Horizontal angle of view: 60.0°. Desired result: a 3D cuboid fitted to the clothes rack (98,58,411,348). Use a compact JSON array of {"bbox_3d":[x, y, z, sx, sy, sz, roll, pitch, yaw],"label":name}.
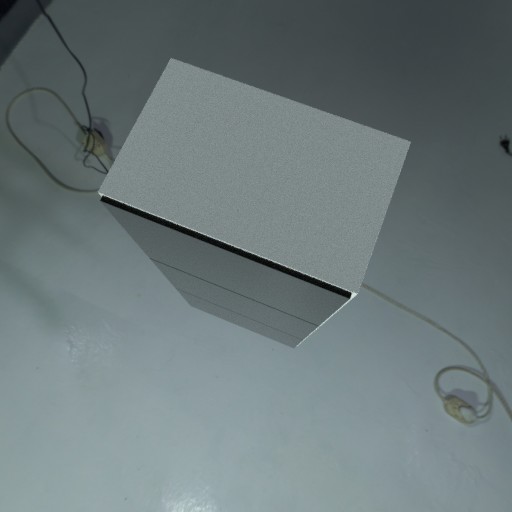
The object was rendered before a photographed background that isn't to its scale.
[{"bbox_3d":[0.000,0.000,1.394,0.500,1.187,0.330,21,75,6],"label":"clothes rack"}]
